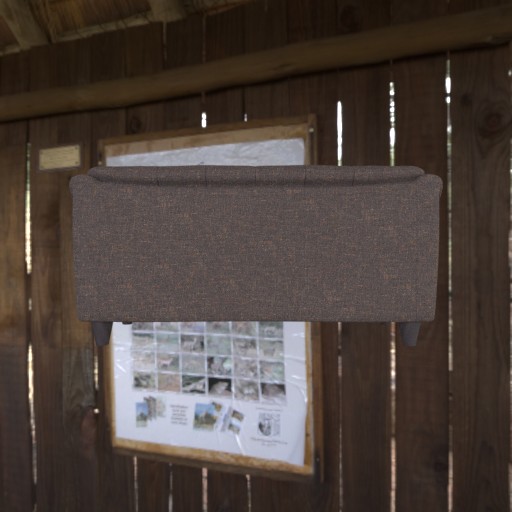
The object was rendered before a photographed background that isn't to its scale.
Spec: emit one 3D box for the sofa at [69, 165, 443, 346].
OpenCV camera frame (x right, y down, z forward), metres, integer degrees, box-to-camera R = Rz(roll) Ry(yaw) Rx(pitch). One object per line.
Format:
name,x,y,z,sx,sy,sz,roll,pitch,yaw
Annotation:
sofa,0.000,0.000,2.293,1.849,0.790,0.887,0,0,0
